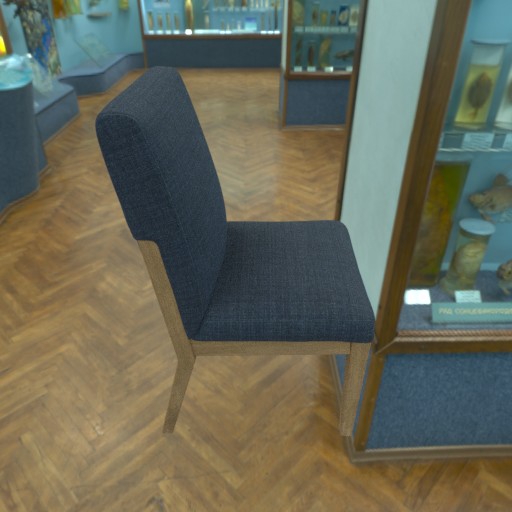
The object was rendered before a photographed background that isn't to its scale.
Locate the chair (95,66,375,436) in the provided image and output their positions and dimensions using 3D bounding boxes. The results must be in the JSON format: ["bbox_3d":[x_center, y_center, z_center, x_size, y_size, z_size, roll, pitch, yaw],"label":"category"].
[{"bbox_3d":[0.000,0.000,1.222,0.586,0.911,0.507,1,33,1],"label":"chair"}]
